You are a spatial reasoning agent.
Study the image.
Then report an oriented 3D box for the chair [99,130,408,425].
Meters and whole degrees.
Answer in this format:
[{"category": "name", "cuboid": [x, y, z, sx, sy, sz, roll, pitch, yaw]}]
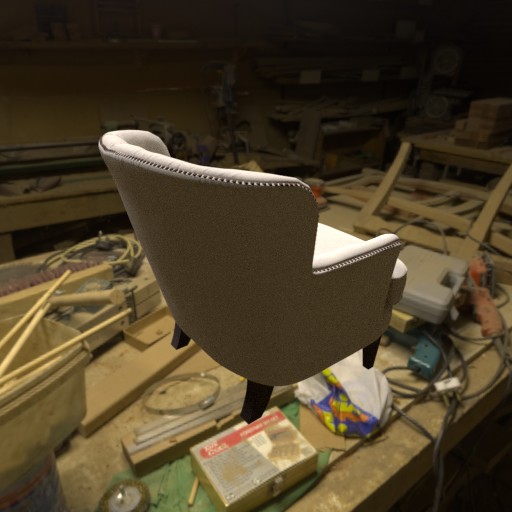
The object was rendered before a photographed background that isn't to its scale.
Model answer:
[{"category": "chair", "cuboid": [0.000, 0.000, 1.558, 0.906, 0.868, 0.848, -18, 30, -33]}]
